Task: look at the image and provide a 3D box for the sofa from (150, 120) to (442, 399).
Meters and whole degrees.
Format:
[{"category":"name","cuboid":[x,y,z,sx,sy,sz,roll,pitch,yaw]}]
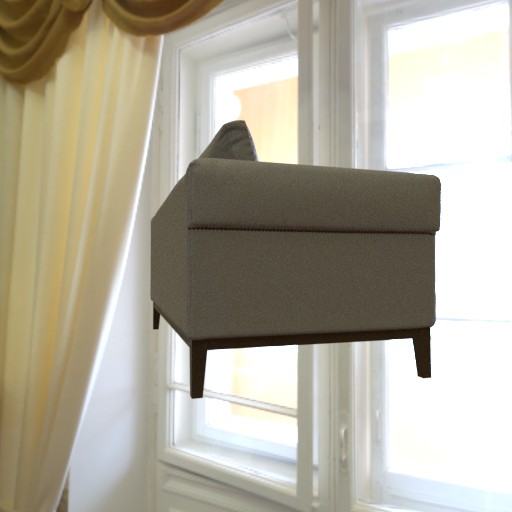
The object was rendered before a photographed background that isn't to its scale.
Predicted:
[{"category":"sofa","cuboid":[0.000,0.000,2.154,0.899,0.873,1.598,0,-1,-17]}]
